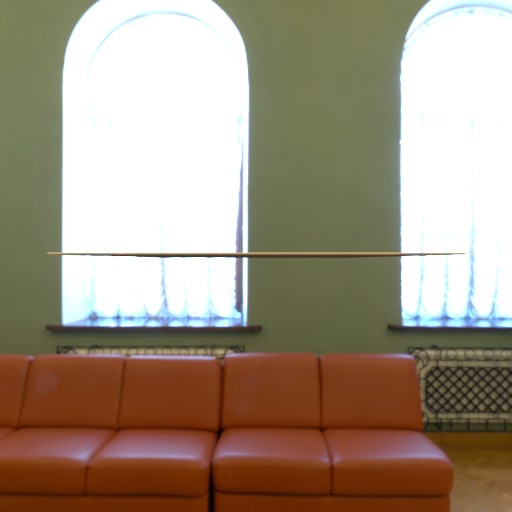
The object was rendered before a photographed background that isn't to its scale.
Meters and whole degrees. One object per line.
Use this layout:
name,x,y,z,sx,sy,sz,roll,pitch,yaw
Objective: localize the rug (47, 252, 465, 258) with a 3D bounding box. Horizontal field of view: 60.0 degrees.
rug,0.000,0.000,4.049,2.423,0.019,3.009,0,-1,0
